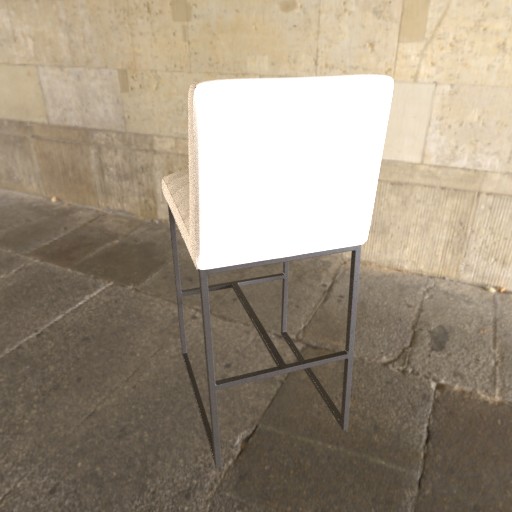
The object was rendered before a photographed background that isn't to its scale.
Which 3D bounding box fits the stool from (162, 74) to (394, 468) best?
[{"bbox_3d":[0.000,0.000,1.350,0.464,1.061,0.573,-9,28,-17],"label":"stool"}]
